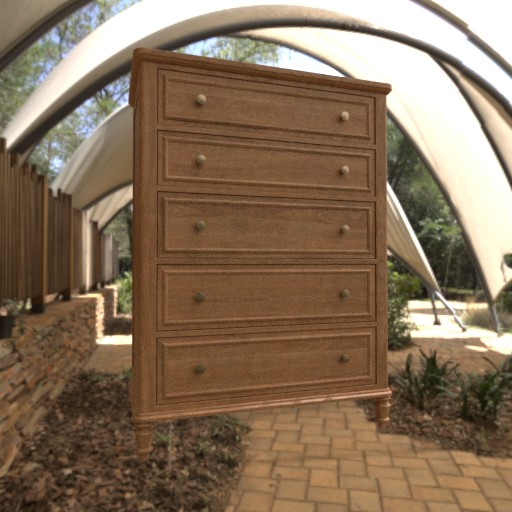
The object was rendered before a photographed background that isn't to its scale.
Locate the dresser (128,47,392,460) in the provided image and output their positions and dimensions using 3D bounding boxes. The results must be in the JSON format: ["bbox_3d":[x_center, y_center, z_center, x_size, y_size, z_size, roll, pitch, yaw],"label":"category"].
[{"bbox_3d":[0.000,0.000,1.773,0.973,1.318,0.484,0,-1,-18],"label":"dresser"}]
